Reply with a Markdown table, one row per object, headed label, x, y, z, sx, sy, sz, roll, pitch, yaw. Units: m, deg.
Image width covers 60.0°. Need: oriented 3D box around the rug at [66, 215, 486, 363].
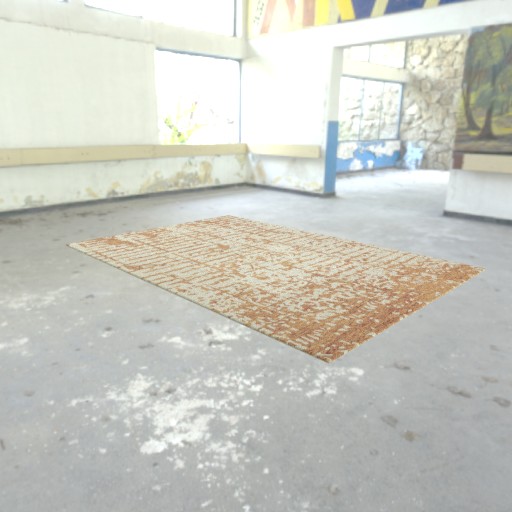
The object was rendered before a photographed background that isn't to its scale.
| label | x | y | z | sx | sy | sz | roll | pitch | yaw |
| --- | --- | --- | --- | --- | --- | --- | --- | --- | --- |
| rug | 0.000 | 0.000 | 2.288 | 1.219 | 0.011 | 1.829 | -15 | 22 | -42 |
